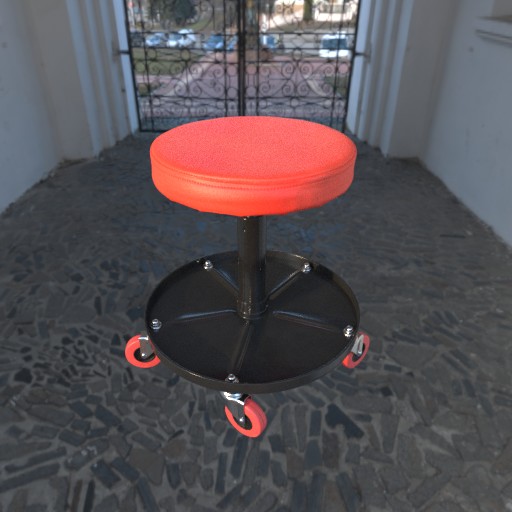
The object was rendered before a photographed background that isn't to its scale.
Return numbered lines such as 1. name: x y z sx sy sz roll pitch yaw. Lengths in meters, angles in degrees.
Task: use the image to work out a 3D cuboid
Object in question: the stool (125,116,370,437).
1. stool: 0.000 0.000 0.687 0.381 0.365 0.382 9 33 14
